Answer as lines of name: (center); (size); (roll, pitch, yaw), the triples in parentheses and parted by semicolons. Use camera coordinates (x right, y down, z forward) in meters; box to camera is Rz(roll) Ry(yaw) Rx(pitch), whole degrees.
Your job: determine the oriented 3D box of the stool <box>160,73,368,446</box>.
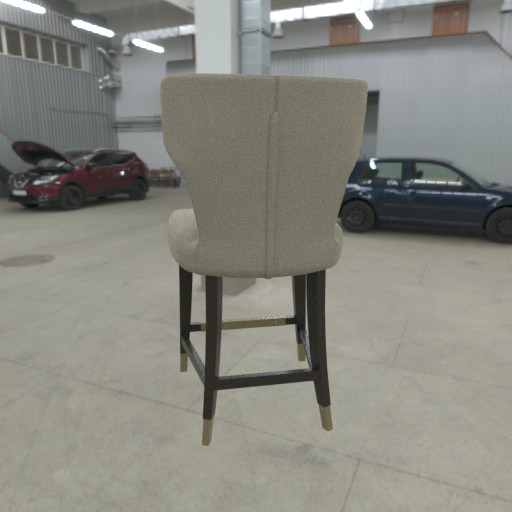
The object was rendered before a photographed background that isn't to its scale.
stool: (0.000, 0.000, 1.359); (0.527, 0.982, 0.563); (-3, 14, -10)
